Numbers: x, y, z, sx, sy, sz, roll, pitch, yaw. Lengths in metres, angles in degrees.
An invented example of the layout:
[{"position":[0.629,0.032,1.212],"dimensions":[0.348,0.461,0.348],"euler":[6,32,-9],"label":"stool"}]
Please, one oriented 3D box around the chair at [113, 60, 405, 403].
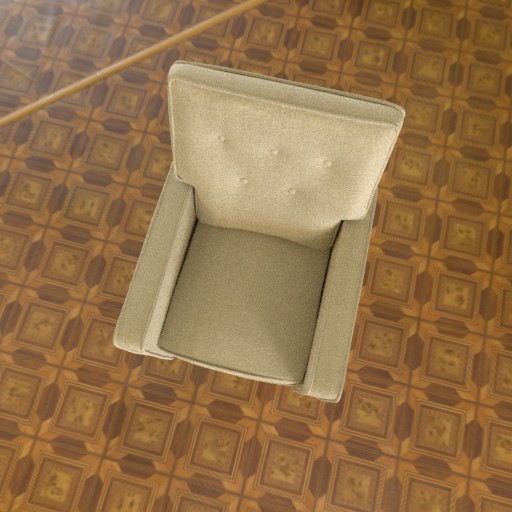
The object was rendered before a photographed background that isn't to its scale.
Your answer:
[{"position":[0.000,0.000,1.393],"dimensions":[0.648,0.888,0.754],"euler":[13,75,4],"label":"chair"}]
